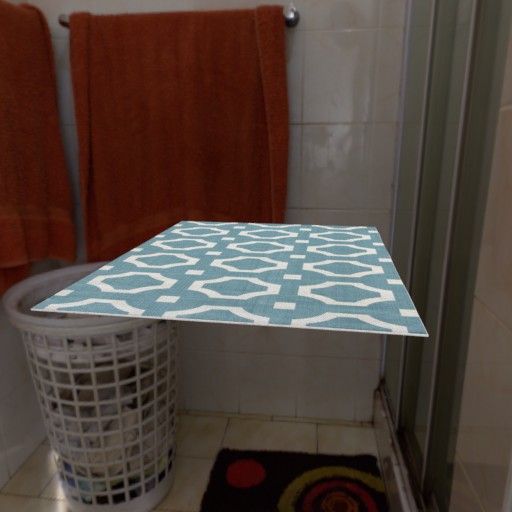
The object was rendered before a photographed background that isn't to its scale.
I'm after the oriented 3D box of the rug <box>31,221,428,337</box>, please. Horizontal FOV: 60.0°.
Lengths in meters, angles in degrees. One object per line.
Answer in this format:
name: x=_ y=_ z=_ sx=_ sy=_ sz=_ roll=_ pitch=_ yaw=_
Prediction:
rug: x=0.000 y=0.000 z=4.131 sx=2.466 sy=0.021 sz=3.049 roll=2 pitch=15 yaw=9
